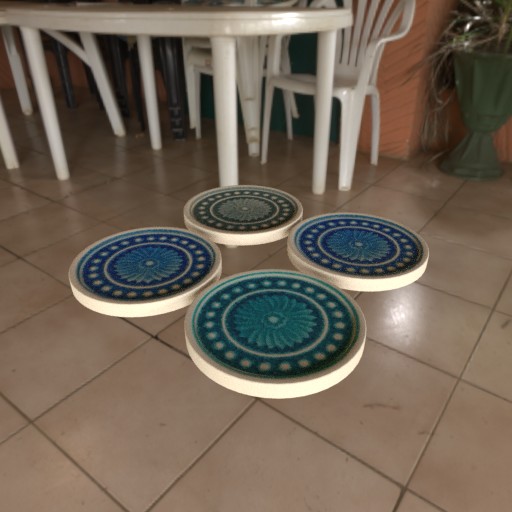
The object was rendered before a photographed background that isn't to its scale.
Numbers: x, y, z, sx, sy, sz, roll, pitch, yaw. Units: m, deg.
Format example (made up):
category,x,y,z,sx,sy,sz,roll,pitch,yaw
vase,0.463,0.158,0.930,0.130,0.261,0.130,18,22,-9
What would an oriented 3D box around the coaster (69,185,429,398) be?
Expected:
category,x,y,z,sx,sy,sz,roll,pitch,yaw
coaster,0.000,0.000,0.338,0.220,0.010,0.224,20,36,30
